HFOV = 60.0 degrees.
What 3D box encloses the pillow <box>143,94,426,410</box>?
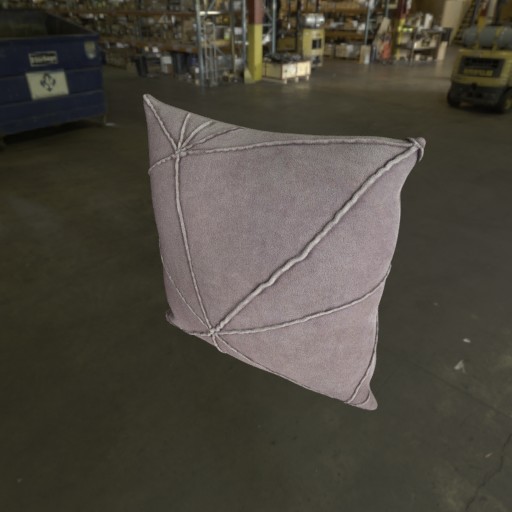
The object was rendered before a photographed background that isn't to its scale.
[{"bbox_3d":[0.000,0.000,0.687,0.439,0.440,0.185,18,34,29],"label":"pillow"}]
